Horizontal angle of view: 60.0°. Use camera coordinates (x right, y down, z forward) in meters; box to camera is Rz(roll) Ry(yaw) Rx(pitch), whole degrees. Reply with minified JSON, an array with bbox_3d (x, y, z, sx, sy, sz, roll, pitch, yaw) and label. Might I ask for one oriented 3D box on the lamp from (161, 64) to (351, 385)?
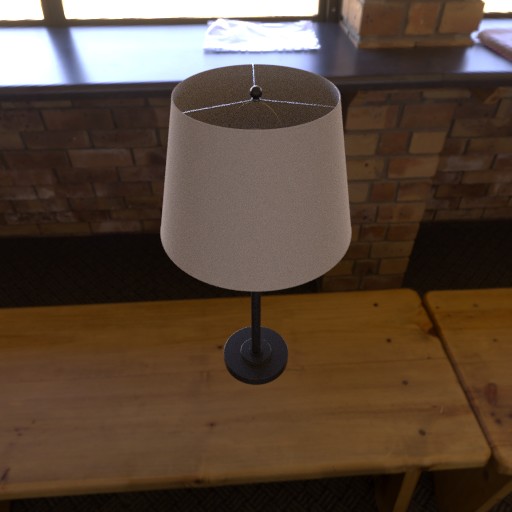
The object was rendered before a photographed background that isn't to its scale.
[{"bbox_3d":[0.000,0.000,0.910,0.363,0.696,0.363,0,42,0],"label":"lamp"}]
